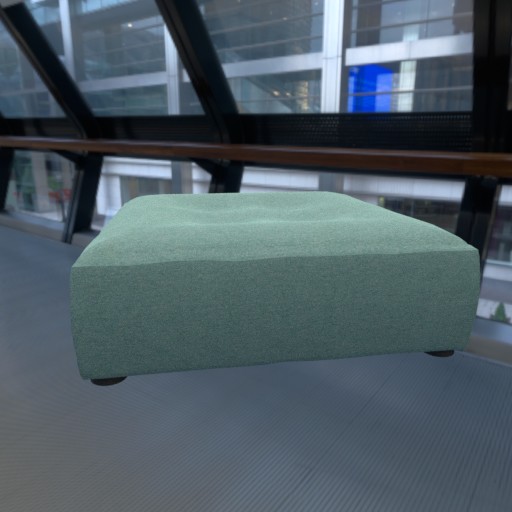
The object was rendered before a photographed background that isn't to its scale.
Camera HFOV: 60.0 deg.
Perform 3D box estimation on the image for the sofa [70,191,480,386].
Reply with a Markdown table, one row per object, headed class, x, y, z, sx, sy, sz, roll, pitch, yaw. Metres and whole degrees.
| class | x | y | z | sx | sy | sz | roll | pitch | yaw |
| --- | --- | --- | --- | --- | --- | --- | --- | --- | --- |
| sofa | 0.000 | 0.000 | 1.432 | 0.930 | 0.330 | 0.930 | -2 | 15 | -9 |
